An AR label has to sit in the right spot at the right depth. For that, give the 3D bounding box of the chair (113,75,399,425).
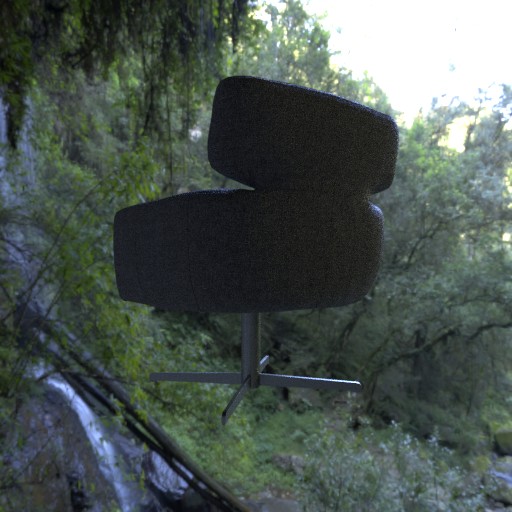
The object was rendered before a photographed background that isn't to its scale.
[{"bbox_3d":[0.000,0.000,1.361,0.706,0.812,0.715,1,-1,-34],"label":"chair"}]
